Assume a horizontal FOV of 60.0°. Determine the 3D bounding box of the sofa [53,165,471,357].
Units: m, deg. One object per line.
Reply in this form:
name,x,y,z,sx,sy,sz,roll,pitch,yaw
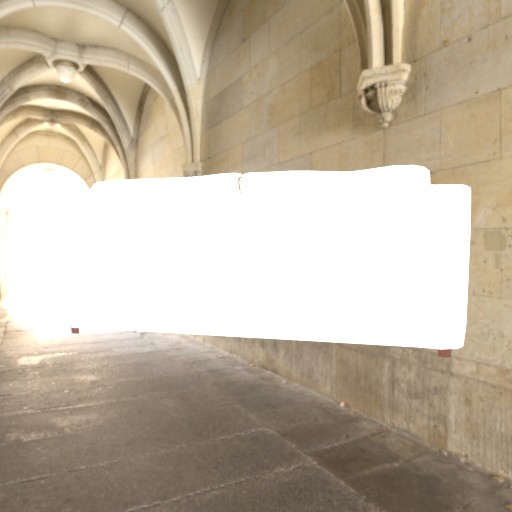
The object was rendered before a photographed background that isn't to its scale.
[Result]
sofa,0.000,0.000,2.953,2.470,1.022,1.009,0,0,18
